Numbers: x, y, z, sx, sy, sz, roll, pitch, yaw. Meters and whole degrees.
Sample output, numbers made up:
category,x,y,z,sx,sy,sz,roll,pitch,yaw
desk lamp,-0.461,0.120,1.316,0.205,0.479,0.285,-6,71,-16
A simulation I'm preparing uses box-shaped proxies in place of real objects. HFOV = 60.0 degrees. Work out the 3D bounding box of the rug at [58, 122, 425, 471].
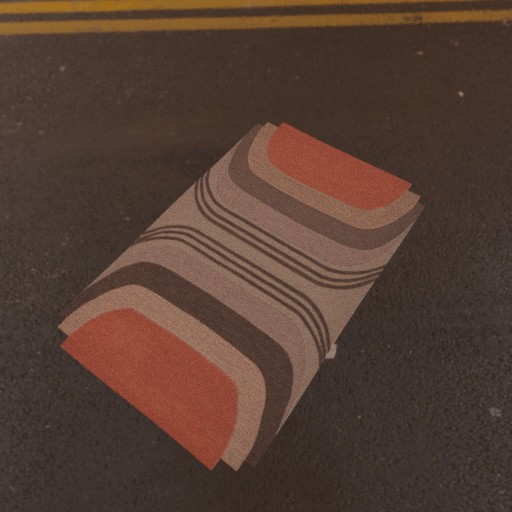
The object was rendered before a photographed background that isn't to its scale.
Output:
category,x,y,z,sx,sy,sz,roll,pitch,yaw
rug,0.000,0.000,3.043,1.530,0.017,2.446,31,63,18
